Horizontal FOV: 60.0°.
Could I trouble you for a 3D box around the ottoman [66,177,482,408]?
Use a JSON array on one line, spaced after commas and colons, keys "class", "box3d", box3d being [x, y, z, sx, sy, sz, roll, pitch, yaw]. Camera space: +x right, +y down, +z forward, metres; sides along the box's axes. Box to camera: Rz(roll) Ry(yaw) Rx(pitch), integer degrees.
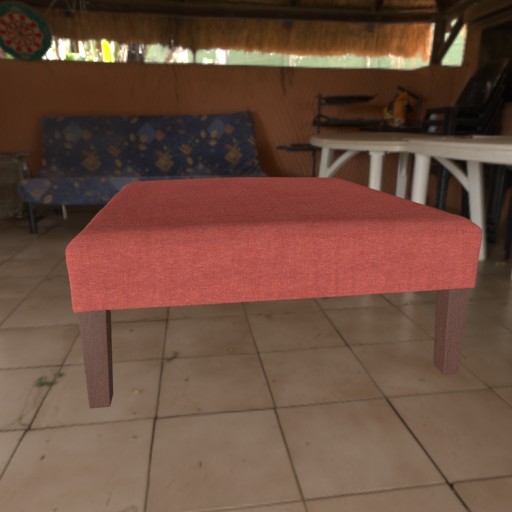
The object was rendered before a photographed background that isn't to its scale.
[{"class": "ottoman", "box3d": [0.000, 0.000, 1.378, 0.890, 0.411, 0.889, -3, 16, -9]}]
